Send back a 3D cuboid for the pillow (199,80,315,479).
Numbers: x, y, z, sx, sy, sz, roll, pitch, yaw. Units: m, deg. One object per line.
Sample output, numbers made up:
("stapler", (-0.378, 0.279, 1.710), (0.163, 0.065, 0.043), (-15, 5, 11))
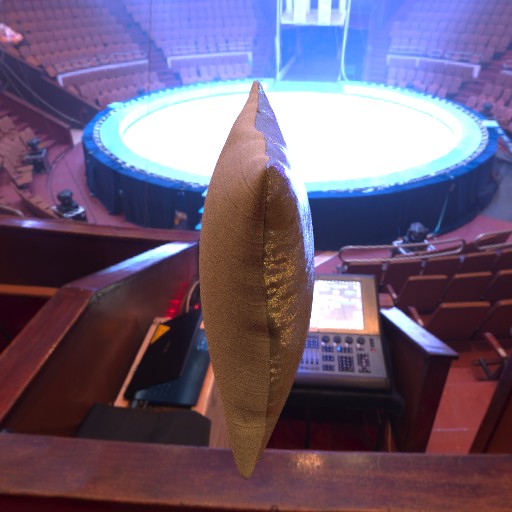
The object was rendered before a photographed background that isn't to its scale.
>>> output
("pillow", (0.000, 0.000, 0.708), (0.175, 0.464, 0.470), (0, 31, 0))
